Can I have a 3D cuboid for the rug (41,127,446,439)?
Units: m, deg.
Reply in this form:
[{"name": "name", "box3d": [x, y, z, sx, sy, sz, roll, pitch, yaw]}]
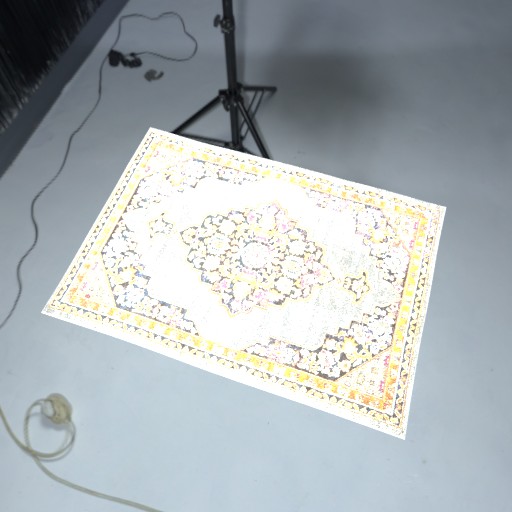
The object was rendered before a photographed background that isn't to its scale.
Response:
[{"name": "rug", "box3d": [0.000, 0.000, 3.730, 2.901, 0.026, 2.043, 17, 64, 8]}]
